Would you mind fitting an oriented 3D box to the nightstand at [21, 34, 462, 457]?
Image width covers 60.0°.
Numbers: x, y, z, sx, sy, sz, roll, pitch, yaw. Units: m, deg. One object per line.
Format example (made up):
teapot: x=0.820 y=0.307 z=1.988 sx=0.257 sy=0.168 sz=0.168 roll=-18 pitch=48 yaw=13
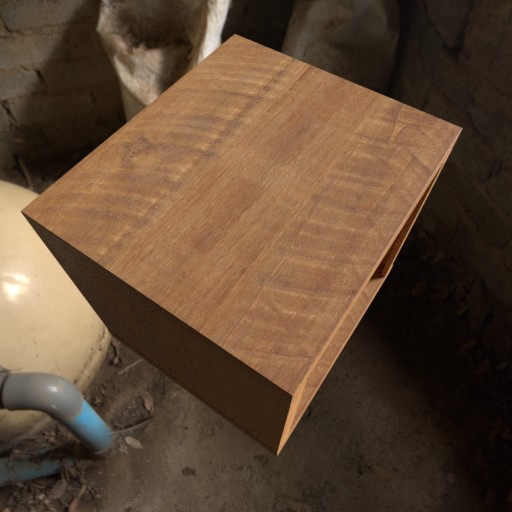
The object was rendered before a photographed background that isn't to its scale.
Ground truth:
nightstand: x=0.000 y=0.000 z=0.846 sx=0.436 sy=0.491 sz=0.493 roll=30 pitch=63 yaw=17
